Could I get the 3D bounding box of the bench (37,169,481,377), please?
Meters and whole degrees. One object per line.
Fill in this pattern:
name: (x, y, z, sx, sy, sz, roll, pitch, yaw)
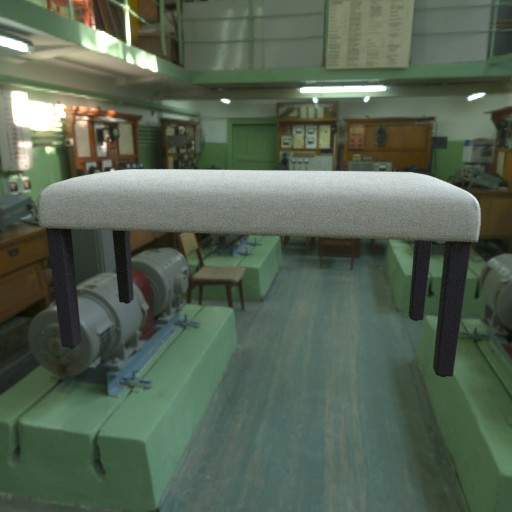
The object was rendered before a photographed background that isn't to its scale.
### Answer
bench: (0.000, 0.000, 1.224, 1.013, 0.456, 0.407, 2, 15, 9)
